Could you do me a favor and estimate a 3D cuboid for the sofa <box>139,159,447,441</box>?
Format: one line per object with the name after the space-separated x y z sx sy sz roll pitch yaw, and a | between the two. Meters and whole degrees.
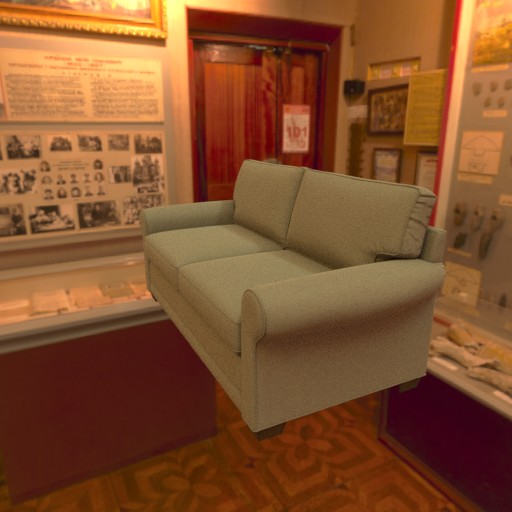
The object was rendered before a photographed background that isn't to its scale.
0.000 0.000 2.492 0.940 0.952 1.930 -8 18 -25 | sofa
